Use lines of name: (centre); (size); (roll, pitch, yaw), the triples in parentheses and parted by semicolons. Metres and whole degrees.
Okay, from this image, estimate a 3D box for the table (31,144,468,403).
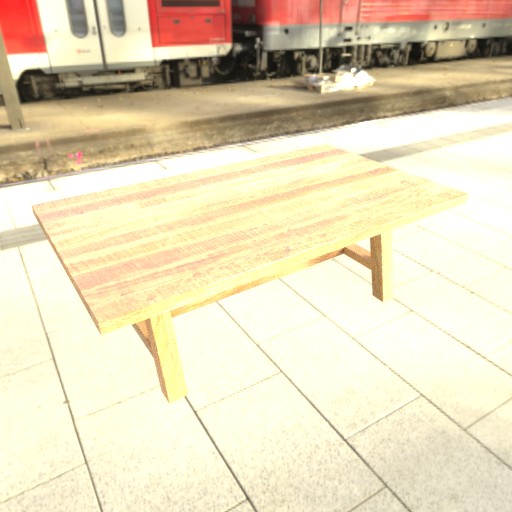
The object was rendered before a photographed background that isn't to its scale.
table: (0.000, 0.000, 1.655); (1.320, 0.455, 0.760); (-18, 35, -29)
